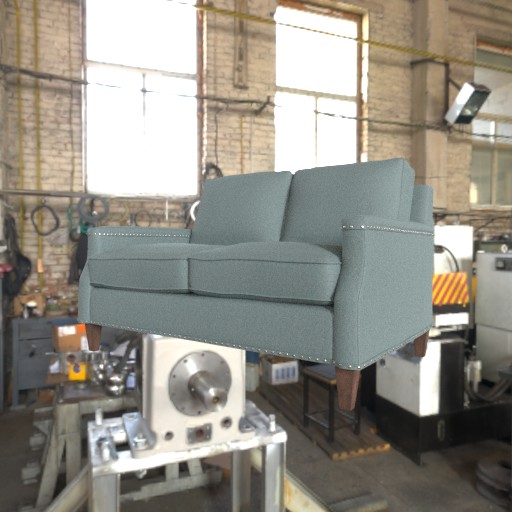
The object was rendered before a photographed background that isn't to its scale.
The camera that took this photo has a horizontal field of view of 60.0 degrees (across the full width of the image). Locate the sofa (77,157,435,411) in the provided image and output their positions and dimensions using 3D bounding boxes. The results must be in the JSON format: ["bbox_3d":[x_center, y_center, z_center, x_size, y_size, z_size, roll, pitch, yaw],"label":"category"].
[{"bbox_3d":[0.000,0.000,2.306,1.597,1.003,1.084,1,2,36],"label":"sofa"}]
